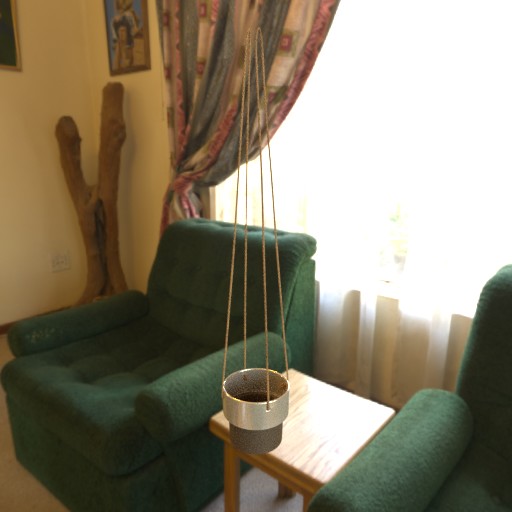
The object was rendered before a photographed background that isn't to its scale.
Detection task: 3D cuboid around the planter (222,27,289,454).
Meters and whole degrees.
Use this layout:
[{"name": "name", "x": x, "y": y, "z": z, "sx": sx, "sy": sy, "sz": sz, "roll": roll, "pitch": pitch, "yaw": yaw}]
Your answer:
[{"name": "planter", "x": 0.000, "y": 0.000, "z": 1.141, "sx": 0.187, "sy": 1.073, "sz": 0.187, "roll": 7, "pitch": 16, "yaw": 24}]
